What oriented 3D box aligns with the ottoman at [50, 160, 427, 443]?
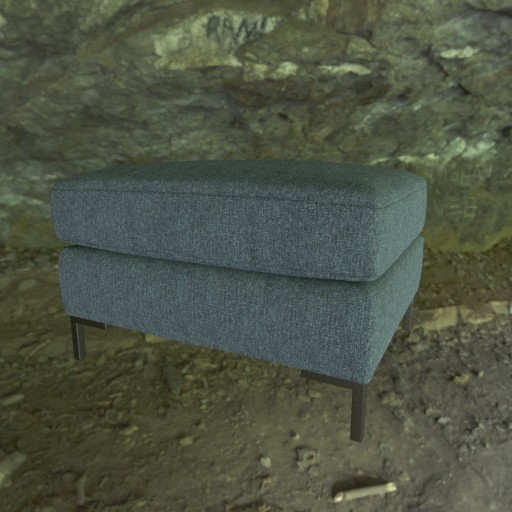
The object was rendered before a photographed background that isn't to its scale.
[{"bbox_3d":[0.000,0.000,1.262,0.831,0.533,0.695,7,15,26],"label":"ottoman"}]
